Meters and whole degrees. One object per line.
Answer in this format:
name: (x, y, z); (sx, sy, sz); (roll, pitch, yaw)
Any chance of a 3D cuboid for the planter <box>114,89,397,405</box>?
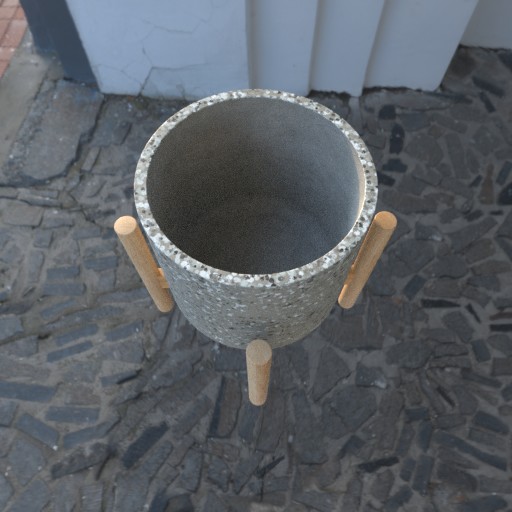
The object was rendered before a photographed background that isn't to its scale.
planter: (0.000, 0.000, 0.548); (0.284, 0.320, 0.284); (19, 64, 10)
